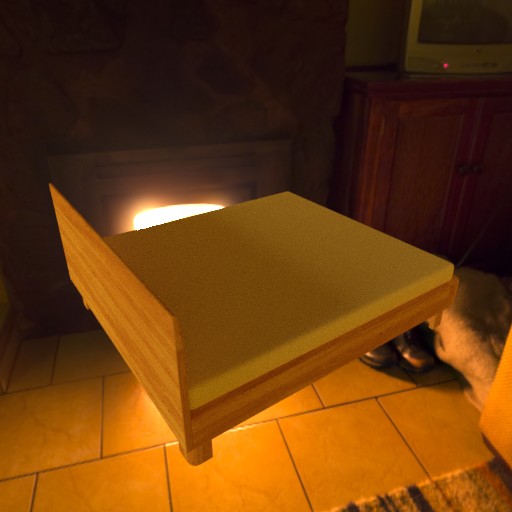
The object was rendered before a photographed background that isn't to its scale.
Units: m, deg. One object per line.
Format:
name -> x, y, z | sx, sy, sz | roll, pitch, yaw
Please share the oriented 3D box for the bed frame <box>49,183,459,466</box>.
bed frame -> 0.000, 0.000, 3.065 | 2.092, 0.940, 1.872 | -18, 33, -31
